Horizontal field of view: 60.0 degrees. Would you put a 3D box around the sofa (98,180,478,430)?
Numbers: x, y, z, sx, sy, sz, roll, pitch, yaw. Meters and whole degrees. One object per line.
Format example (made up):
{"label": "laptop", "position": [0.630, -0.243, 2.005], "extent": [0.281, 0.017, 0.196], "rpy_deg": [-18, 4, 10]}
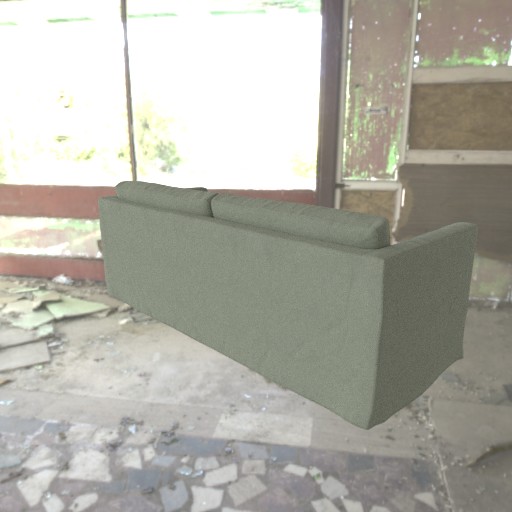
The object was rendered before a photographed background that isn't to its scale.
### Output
{"label": "sofa", "position": [0.000, 0.000, 2.766], "extent": [0.962, 0.853, 2.312], "rpy_deg": [-15, 21, -43]}
